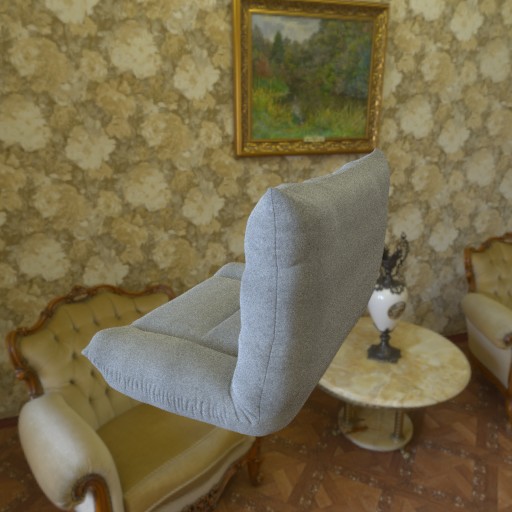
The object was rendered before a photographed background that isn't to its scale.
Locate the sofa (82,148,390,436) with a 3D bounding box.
[{"bbox_3d":[0.000,0.000,1.753,0.847,0.795,1.144,8,18,25],"label":"sofa"}]
